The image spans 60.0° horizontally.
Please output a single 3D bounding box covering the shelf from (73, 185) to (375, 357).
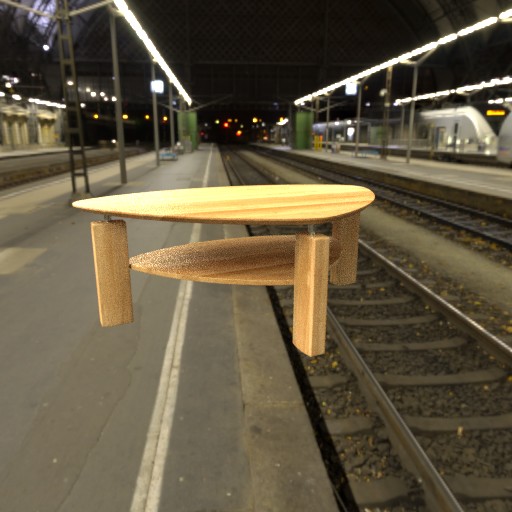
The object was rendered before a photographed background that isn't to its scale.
[{"bbox_3d":[0.000,0.000,1.701,1.240,0.439,0.863,-7,17,-25],"label":"shelf"}]
